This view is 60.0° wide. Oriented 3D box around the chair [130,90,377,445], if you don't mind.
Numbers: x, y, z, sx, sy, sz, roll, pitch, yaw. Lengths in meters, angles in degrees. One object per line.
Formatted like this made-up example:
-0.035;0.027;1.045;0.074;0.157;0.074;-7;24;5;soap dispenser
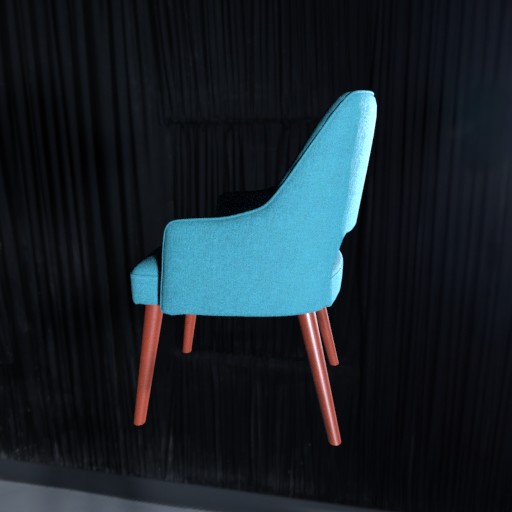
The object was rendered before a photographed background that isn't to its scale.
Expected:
0.000;0.000;1.246;0.605;0.849;0.548;2;15;9;chair
